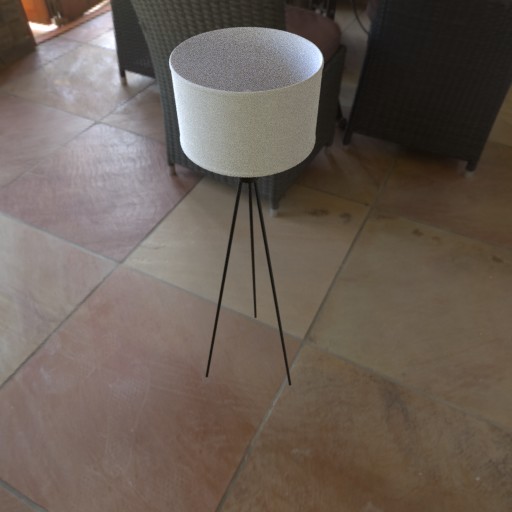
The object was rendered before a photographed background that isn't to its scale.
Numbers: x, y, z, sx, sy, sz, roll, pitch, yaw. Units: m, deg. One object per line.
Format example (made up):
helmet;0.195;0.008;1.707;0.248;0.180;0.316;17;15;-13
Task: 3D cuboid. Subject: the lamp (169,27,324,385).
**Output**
lamp;0.000;0.000;1.737;0.458;1.545;0.448;23;51;20
